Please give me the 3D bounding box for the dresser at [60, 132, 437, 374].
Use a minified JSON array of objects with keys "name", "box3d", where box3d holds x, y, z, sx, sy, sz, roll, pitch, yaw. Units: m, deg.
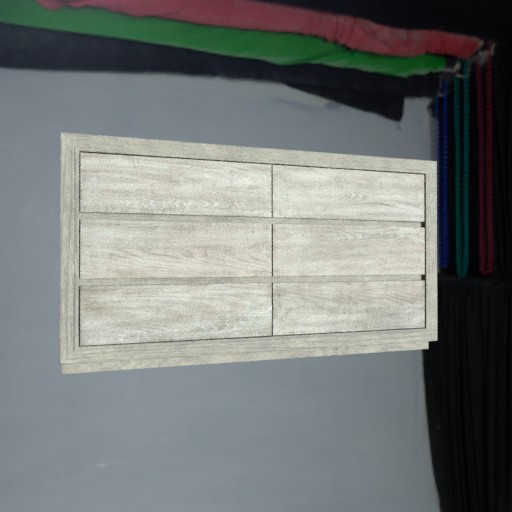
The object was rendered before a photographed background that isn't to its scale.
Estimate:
[{"name":"dresser","box3d":[0.000,0.000,2.069,1.628,0.889,0.483,0,0,-17]}]
